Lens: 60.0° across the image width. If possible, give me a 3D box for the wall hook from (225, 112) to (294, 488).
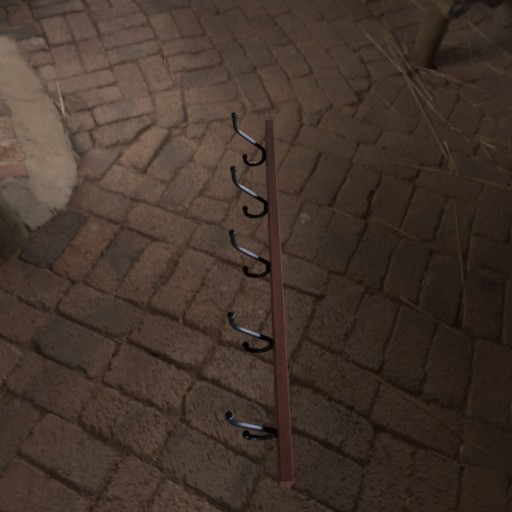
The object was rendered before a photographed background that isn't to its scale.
[{"bbox_3d":[0.000,0.000,0.624,0.071,0.117,0.571,-1,57,-1],"label":"wall hook"}]
